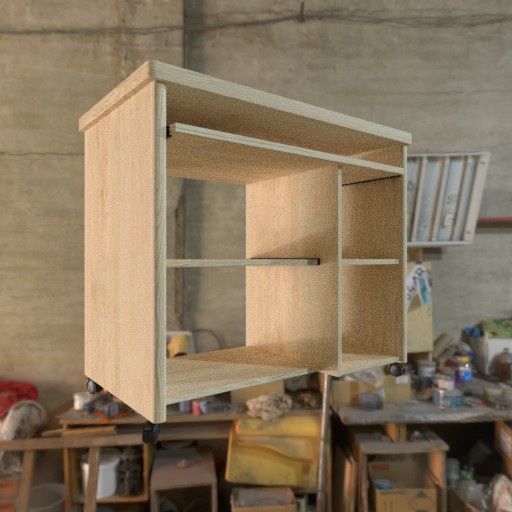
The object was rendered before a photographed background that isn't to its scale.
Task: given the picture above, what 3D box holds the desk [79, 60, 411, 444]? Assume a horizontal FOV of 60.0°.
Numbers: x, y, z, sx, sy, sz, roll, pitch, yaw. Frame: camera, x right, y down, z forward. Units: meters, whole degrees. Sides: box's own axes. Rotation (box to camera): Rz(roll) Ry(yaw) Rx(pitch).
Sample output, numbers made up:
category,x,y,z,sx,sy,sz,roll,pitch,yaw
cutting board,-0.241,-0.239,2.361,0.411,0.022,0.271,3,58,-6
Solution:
category,x,y,z,sx,sy,sz,roll,pitch,yaw
desk,0.000,0.000,1.321,0.885,0.770,0.480,0,0,-37
